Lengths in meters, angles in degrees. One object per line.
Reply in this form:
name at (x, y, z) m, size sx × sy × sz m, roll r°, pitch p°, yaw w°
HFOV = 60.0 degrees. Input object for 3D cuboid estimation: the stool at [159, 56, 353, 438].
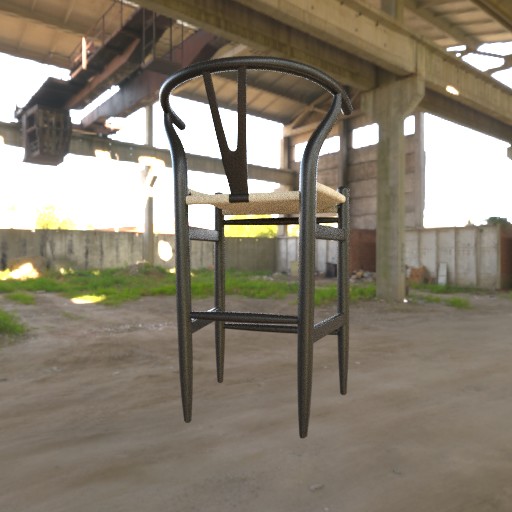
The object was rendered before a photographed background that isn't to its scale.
stool at (0.000, 0.000, 1.349) m, size 0.569 × 0.970 × 0.579 m, roll 0°, pitch 1°, yaw 18°
